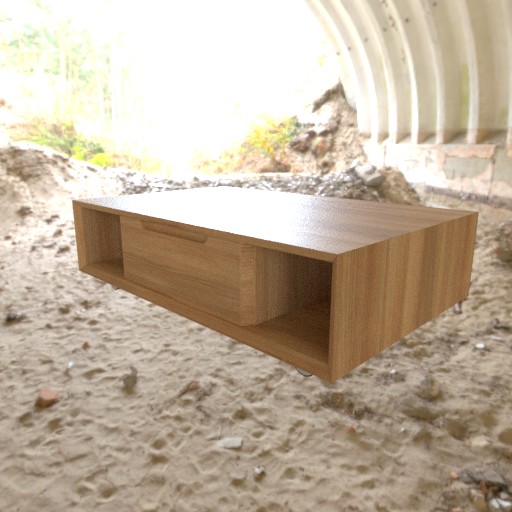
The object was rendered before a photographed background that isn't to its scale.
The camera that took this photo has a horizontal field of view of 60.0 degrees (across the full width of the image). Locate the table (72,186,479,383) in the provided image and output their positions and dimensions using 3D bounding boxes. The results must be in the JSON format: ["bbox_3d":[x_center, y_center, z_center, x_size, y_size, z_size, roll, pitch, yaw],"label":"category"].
[{"bbox_3d":[0.000,0.000,1.441,1.100,0.330,0.700,14,20,43],"label":"table"}]
